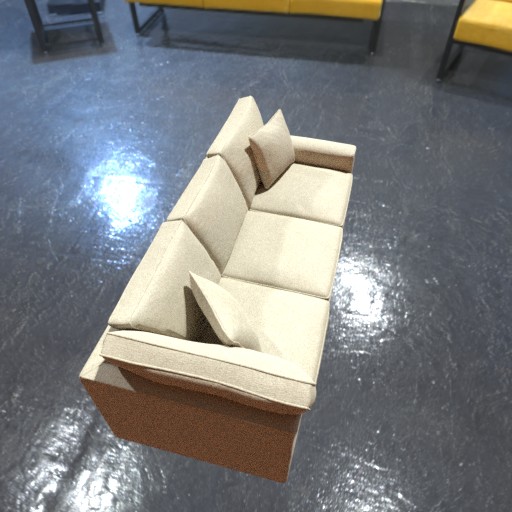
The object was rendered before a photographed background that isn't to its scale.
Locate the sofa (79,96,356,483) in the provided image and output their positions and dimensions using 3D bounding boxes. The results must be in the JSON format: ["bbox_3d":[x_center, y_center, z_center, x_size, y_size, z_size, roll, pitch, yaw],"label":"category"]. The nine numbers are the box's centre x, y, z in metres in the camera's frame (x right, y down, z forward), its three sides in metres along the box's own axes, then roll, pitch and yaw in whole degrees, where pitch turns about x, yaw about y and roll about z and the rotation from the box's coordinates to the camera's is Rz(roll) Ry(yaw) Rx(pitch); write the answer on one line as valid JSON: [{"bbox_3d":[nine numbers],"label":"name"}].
[{"bbox_3d":[0.000,0.000,2.829,1.053,0.948,2.323,11,49,10],"label":"sofa"}]
